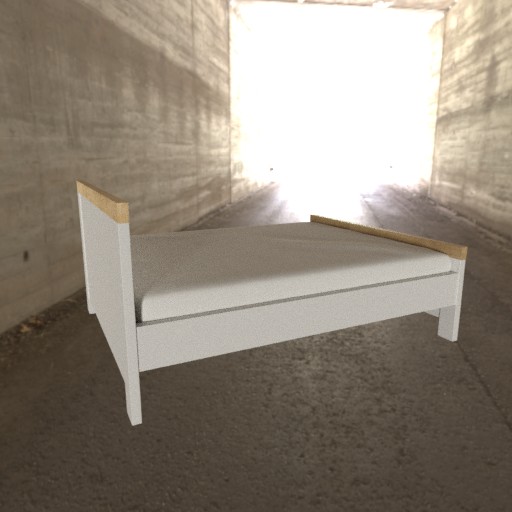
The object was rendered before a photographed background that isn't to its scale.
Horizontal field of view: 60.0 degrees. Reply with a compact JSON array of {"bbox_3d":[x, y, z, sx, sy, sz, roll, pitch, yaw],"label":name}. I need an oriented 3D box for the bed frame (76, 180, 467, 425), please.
[{"bbox_3d":[0.000,0.000,3.010,2.050,0.980,1.670,-6,14,-26],"label":"bed frame"}]
